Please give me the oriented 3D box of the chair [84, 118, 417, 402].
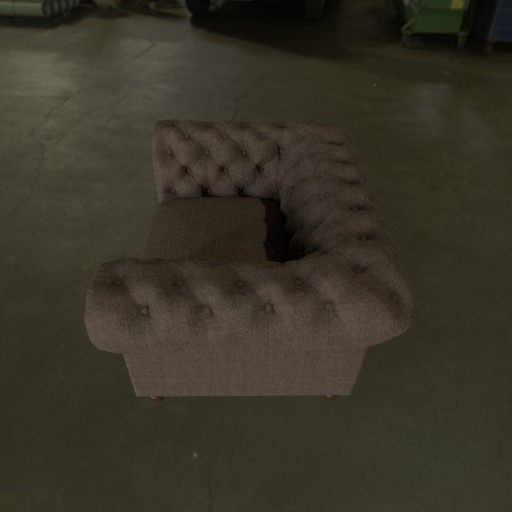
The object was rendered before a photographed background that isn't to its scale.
[{"bbox_3d":[0.000,0.000,1.858,0.945,0.780,1.298,0,40,0],"label":"chair"}]
